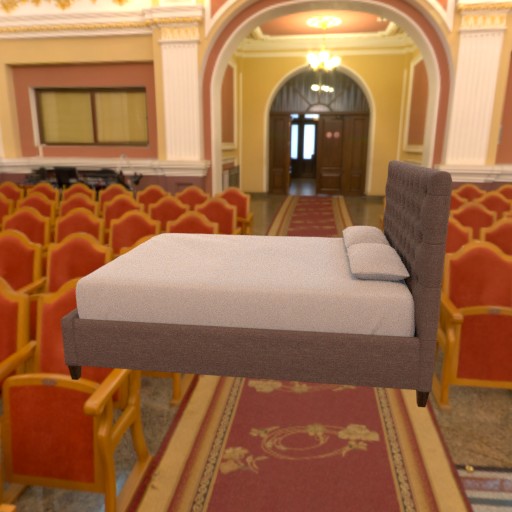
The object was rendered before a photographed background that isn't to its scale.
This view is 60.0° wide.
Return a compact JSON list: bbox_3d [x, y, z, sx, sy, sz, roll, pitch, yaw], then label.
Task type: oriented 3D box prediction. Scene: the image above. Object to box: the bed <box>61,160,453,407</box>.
[{"bbox_3d":[0.000,0.000,3.486,2.387,1.427,1.698,2,14,8],"label":"bed"}]
